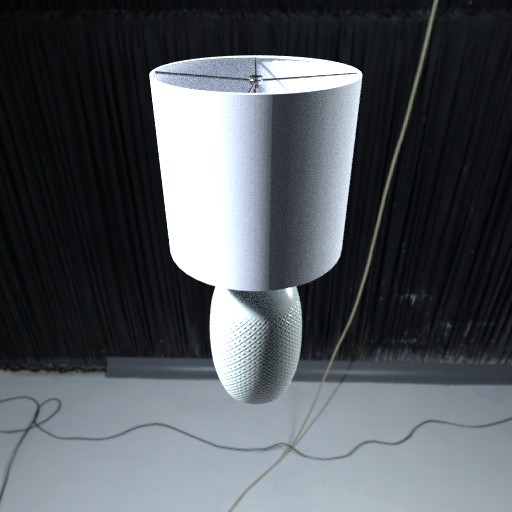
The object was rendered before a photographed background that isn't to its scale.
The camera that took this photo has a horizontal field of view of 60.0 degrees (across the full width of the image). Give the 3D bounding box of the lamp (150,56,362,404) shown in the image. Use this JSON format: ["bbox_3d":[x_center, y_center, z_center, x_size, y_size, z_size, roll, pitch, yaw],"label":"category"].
[{"bbox_3d":[0.000,0.000,0.580,0.217,0.453,0.217,1,32,1],"label":"lamp"}]
